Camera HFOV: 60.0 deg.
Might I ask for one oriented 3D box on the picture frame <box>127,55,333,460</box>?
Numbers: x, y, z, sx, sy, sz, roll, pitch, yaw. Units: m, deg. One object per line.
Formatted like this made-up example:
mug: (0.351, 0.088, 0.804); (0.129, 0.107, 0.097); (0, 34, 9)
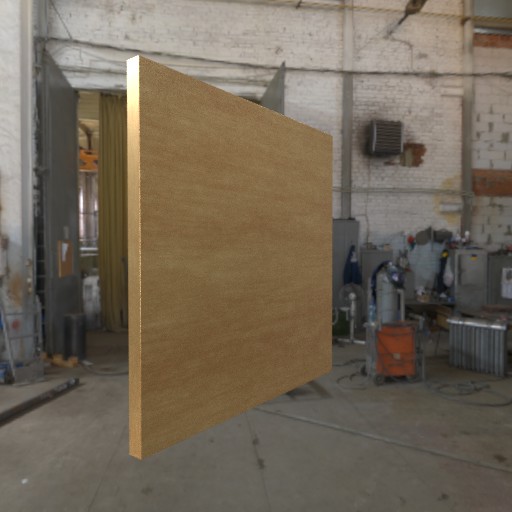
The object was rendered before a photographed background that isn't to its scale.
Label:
picture frame: (0.000, 0.000, 1.142); (0.037, 0.761, 0.758); (1, 2, 38)
